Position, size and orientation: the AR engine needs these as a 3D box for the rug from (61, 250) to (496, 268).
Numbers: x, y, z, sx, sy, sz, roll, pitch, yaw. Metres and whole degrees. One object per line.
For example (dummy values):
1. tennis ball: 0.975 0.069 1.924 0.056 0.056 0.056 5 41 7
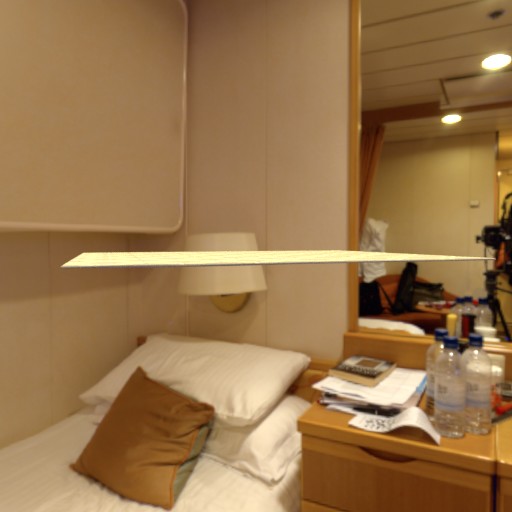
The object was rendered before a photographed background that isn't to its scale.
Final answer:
1. rug: 0.000 0.000 3.825 2.895 0.018 2.288 -1 2 -19
